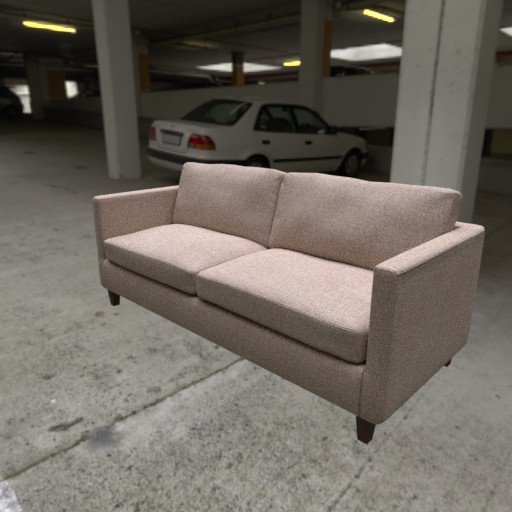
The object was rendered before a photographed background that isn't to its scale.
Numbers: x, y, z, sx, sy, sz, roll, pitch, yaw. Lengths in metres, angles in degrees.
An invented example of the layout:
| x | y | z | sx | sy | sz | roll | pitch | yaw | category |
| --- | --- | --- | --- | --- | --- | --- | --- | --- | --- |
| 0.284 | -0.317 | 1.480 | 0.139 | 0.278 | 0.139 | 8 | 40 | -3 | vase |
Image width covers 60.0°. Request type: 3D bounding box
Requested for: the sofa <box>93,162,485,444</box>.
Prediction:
| x | y | z | sx | sy | sz | roll | pitch | yaw | category |
| --- | --- | --- | --- | --- | --- | --- | --- | --- | --- |
| 0.000 | 0.000 | 2.616 | 2.208 | 0.965 | 0.951 | 16 | 23 | 41 | sofa |
